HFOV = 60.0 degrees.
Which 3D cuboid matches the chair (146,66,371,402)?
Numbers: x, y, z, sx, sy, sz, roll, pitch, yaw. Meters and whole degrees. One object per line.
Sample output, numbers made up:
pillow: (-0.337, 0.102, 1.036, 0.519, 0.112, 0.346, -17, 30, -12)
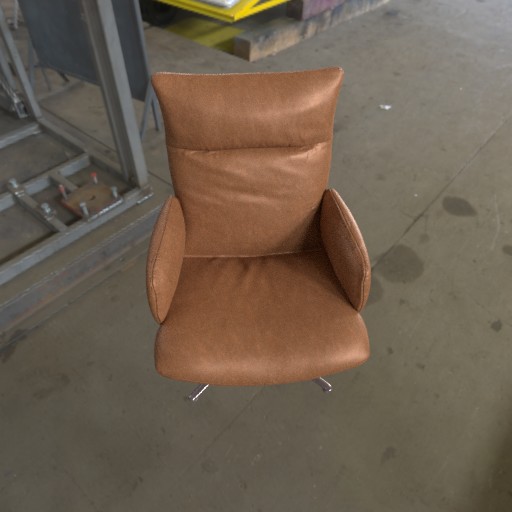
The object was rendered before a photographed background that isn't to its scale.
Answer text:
chair: (0.000, 0.000, 1.545, 0.711, 1.027, 0.794, -3, 46, -3)
